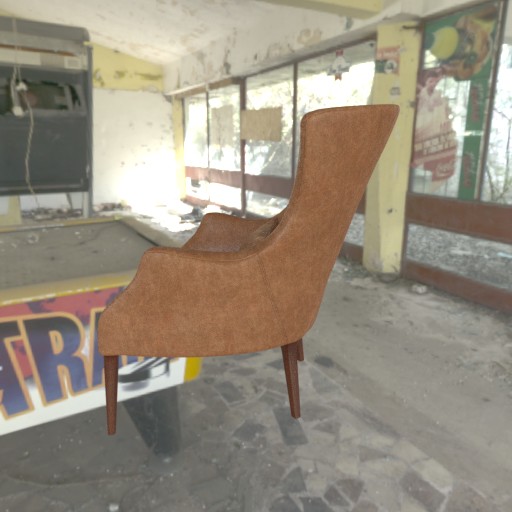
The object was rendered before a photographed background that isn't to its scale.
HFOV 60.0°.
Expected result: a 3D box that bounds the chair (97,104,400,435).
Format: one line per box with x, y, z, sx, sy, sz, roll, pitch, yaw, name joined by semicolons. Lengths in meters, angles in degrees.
0.000;0.000;1.681;0.955;1.067;0.846;2;14;7;chair
